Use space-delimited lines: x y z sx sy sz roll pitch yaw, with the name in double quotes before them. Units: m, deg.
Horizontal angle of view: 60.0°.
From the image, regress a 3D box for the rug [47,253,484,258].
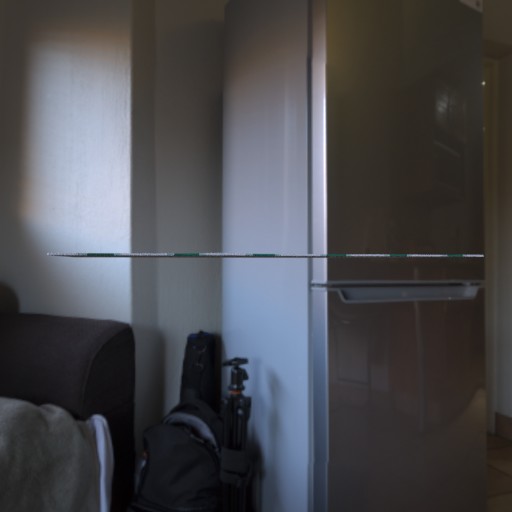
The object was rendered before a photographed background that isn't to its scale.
"rug" 0.000 0.000 3.057 2.436 0.015 1.521 0 -1 -18
